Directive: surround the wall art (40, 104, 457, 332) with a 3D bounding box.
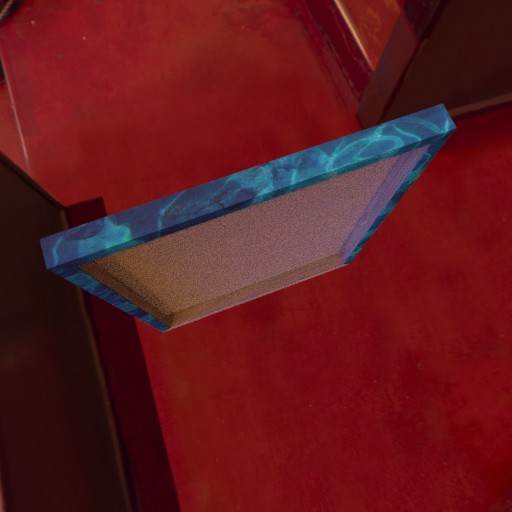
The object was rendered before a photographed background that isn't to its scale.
[{"bbox_3d":[0.000,0.000,0.825,0.508,0.635,0.038,-20,75,-6],"label":"wall art"}]
